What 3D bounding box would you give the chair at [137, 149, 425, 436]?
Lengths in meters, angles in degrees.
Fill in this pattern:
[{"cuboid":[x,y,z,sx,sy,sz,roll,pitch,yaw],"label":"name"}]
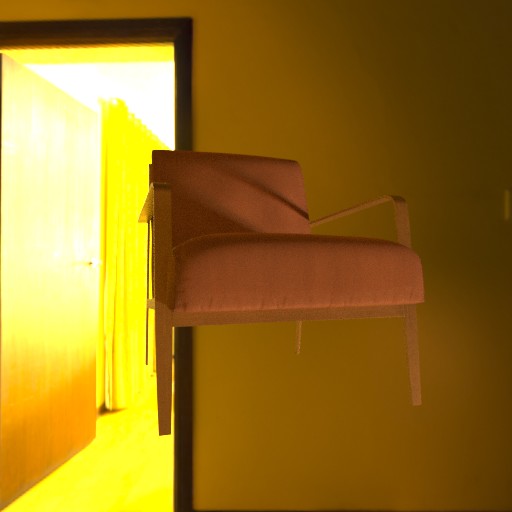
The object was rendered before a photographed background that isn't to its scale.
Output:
[{"cuboid":[0.000,0.000,1.427,0.701,0.823,0.848,0,-1,-18],"label":"chair"}]
